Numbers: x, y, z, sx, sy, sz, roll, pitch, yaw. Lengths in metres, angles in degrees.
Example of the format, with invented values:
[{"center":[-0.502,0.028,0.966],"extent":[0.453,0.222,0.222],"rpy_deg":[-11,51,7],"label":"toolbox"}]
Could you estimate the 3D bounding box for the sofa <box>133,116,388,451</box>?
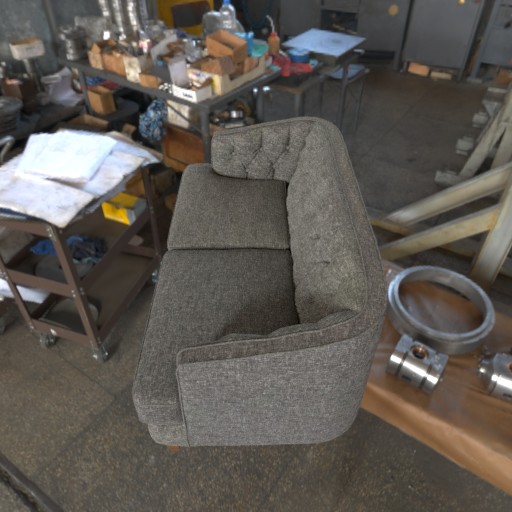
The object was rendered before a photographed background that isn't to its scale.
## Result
[{"center":[0.000,0.000,2.263],"extent":[0.941,0.855,1.733],"rpy_deg":[0,41,0],"label":"sofa"}]
